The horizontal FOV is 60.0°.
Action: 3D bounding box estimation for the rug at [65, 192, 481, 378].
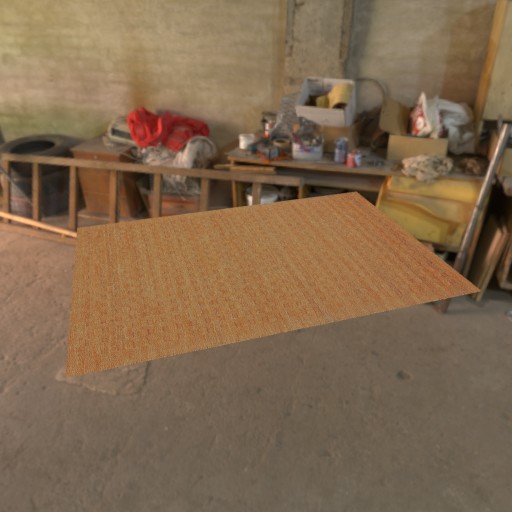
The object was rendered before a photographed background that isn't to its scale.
[{"bbox_3d":[0.000,0.000,2.930,2.285,0.006,1.524,-9,33,-15],"label":"rug"}]
